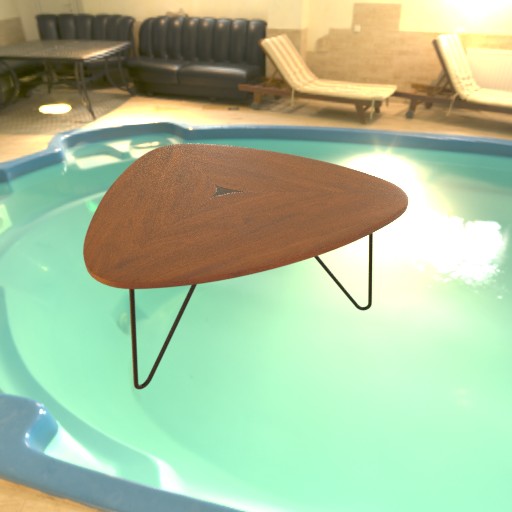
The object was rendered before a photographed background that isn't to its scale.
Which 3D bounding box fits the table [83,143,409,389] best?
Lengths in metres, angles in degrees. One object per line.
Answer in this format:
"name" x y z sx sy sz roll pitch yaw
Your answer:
"table" 0.000 0.000 1.321 0.821 0.413 0.833 0 33 0
